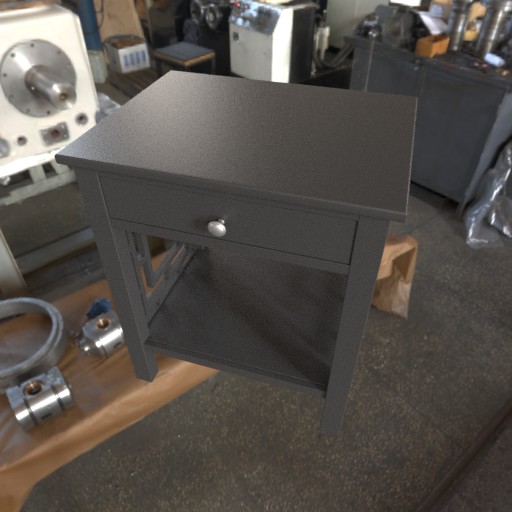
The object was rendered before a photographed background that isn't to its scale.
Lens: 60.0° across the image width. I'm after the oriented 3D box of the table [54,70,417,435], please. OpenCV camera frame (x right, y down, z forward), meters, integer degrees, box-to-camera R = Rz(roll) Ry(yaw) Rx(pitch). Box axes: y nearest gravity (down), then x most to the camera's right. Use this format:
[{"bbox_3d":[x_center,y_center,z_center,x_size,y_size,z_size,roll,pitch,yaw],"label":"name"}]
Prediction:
[{"bbox_3d":[0.000,0.000,1.030,0.564,0.646,0.451,11,42,13],"label":"table"}]
